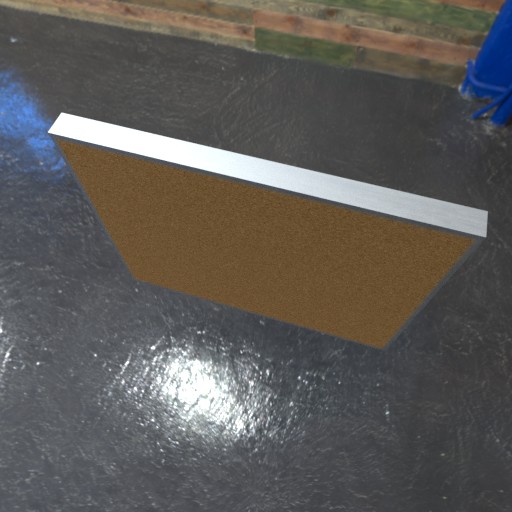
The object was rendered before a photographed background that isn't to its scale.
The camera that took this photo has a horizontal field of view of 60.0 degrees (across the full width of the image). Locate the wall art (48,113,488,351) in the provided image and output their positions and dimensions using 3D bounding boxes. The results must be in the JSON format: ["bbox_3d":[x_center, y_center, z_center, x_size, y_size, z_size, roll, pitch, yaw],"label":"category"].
[{"bbox_3d":[0.000,0.000,0.748,0.557,0.450,0.037,15,63,8],"label":"wall art"}]
